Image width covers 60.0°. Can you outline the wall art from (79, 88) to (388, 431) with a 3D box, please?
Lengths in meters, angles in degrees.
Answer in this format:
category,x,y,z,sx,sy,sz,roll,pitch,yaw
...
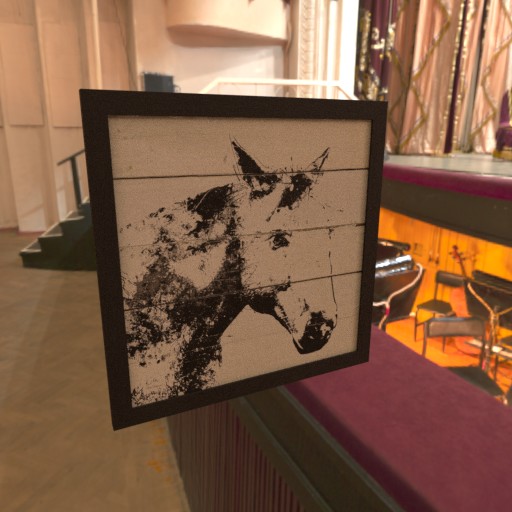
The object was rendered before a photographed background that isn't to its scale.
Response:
category,x,y,z,sx,sy,sz,roll,pitch,yaw
wall art,0.000,0.000,1.495,1.016,1.016,0.038,-7,17,-25
